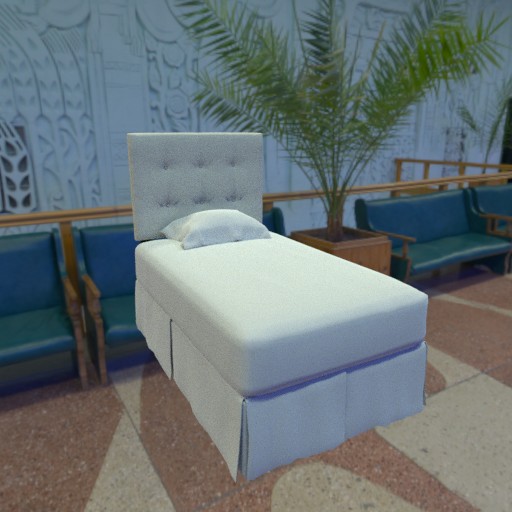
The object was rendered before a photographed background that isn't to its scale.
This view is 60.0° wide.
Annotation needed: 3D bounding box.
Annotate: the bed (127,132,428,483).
[{"bbox_3d":[0.000,0.000,2.944,1.261,1.571,1.997,-8,18,-28],"label":"bed"}]
